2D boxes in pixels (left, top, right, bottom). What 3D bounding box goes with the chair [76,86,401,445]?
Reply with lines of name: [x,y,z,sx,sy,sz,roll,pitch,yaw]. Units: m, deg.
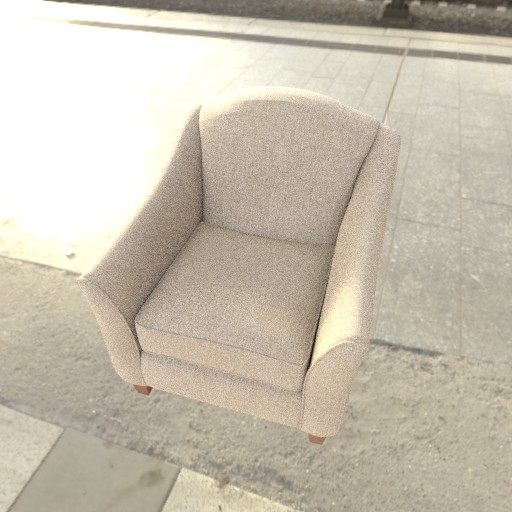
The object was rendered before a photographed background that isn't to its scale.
chair: [0.000,0.000,1.426,0.763,0.839,0.787,11,42,13]
